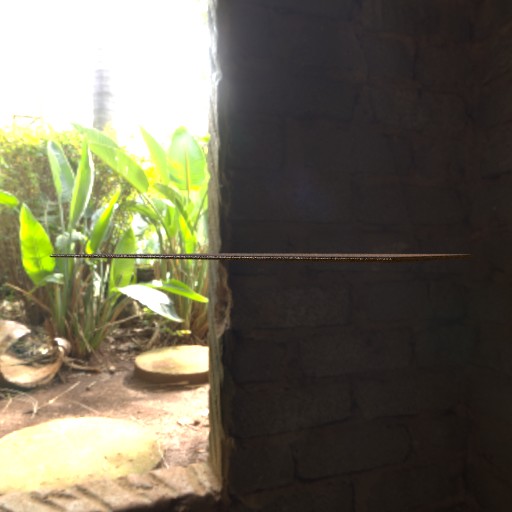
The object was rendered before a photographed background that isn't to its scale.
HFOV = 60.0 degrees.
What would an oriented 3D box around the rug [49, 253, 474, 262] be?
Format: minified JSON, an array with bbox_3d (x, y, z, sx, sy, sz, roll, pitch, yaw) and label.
[{"bbox_3d":[0.000,0.000,1.069,0.863,0.008,0.557,0,1,36],"label":"rug"}]
